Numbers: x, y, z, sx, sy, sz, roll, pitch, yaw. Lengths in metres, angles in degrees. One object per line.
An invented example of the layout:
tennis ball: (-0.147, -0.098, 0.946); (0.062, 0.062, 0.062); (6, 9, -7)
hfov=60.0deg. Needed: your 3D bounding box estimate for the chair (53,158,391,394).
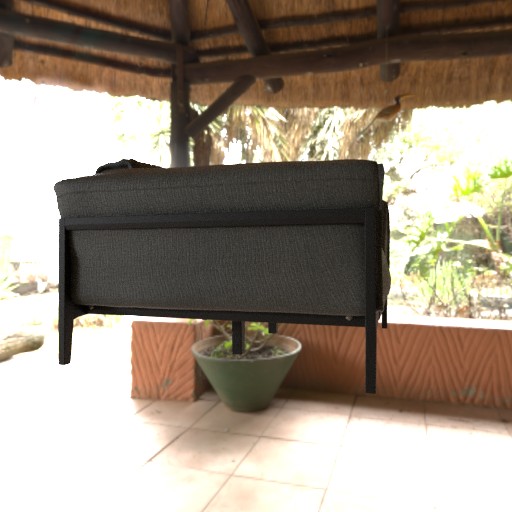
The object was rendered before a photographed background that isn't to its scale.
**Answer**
chair: (0.000, 0.000, 1.660); (0.969, 0.646, 1.056); (0, 0, 18)
